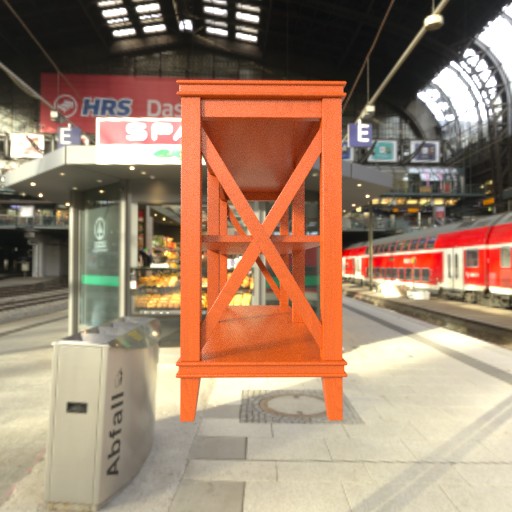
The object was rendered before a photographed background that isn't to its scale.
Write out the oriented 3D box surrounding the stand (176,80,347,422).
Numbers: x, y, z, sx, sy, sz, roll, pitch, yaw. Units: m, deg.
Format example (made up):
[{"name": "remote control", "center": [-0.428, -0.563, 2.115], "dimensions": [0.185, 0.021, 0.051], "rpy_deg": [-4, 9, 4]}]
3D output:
[{"name": "stand", "center": [0.000, 0.000, 1.670], "dimensions": [0.381, 0.762, 1.372], "rpy_deg": [0, -1, -1]}]
